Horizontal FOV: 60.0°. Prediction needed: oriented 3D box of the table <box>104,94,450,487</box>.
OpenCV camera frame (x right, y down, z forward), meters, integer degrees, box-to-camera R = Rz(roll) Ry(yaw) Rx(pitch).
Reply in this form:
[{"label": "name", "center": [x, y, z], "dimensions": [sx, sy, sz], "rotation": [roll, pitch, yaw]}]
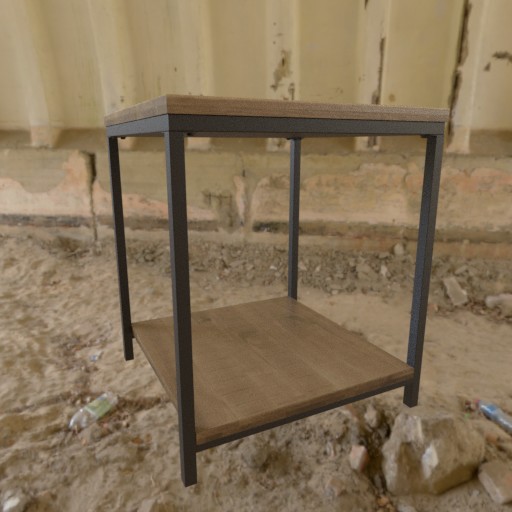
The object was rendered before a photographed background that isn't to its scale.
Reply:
[{"label": "table", "center": [0.000, 0.000, 0.955], "dimensions": [0.507, 0.589, 0.503], "rotation": [-7, 16, -26]}]
